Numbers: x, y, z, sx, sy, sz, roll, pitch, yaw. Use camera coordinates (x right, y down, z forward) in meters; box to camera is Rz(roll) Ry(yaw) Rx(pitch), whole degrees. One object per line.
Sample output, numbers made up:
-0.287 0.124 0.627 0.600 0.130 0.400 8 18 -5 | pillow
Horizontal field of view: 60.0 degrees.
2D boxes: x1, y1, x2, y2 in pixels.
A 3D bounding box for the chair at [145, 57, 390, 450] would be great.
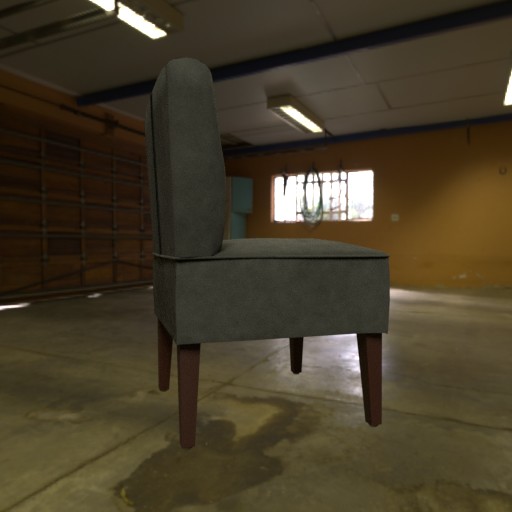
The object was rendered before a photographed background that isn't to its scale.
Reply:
0.000 0.000 1.184 0.554 0.806 0.521 -1 2 -19 | chair
